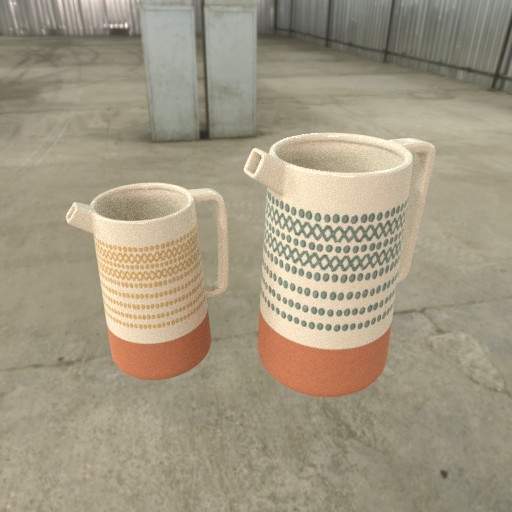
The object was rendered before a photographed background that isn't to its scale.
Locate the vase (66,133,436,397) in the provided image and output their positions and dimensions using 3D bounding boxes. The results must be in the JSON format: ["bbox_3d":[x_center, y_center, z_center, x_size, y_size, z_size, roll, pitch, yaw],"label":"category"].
[{"bbox_3d":[0.000,0.000,0.456,0.326,0.247,0.168,7,31,12],"label":"vase"}]
